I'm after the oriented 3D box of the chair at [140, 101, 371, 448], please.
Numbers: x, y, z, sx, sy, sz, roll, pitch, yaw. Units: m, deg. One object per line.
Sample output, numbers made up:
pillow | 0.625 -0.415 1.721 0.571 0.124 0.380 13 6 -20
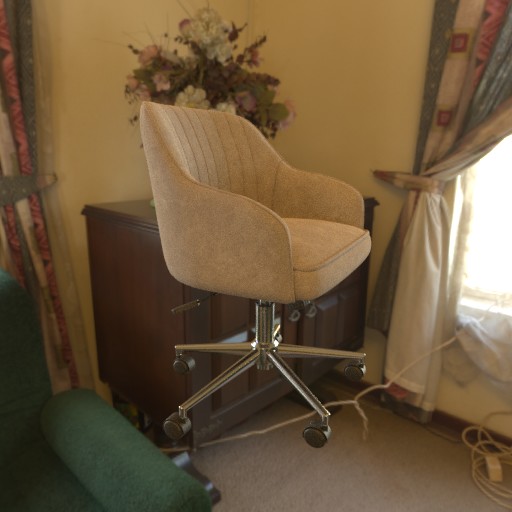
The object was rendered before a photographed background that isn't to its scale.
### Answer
chair | 0.000 0.000 1.255 0.573 0.831 0.635 7 15 26
